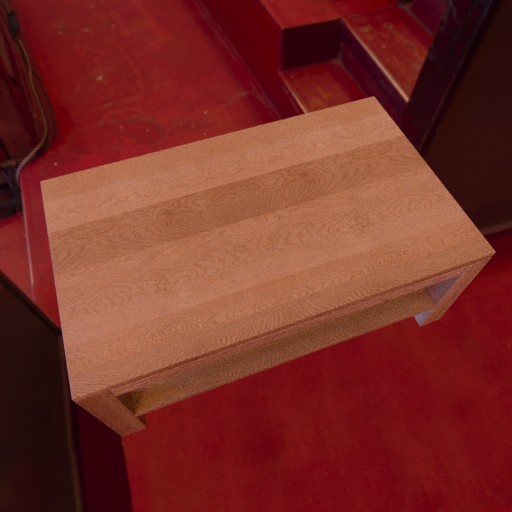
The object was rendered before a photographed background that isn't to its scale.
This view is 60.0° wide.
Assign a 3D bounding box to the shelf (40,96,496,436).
[{"bbox_3d":[0.000,0.000,1.478,1.150,0.450,0.700,-17,59,-11],"label":"shelf"}]
